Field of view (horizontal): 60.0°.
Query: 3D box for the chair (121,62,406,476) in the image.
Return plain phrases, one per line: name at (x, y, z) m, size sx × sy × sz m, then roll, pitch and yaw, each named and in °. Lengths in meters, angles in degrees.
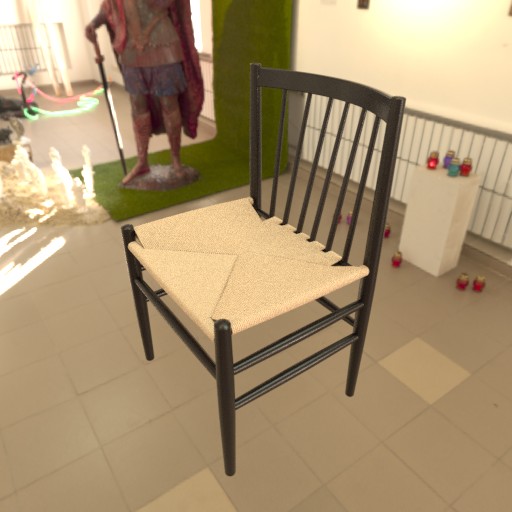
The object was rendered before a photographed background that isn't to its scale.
chair at (0.000, 0.000, 1.119) m, size 0.516 × 0.818 × 0.495 m, roll -21°, pitch 38°, yaw -29°
